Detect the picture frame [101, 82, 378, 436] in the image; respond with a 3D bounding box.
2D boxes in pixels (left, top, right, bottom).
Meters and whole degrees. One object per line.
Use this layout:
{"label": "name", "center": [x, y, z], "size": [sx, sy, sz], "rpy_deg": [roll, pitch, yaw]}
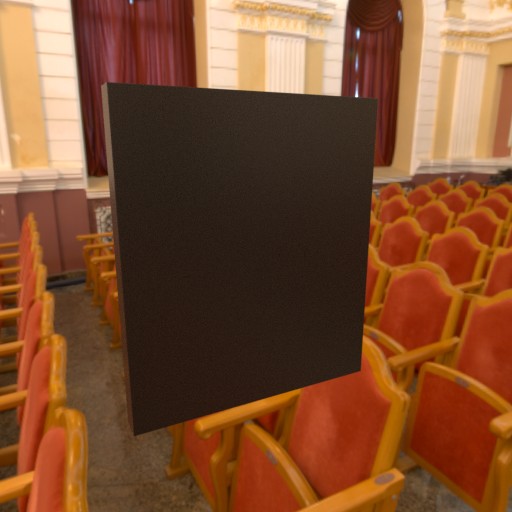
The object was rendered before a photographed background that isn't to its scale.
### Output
{"label": "picture frame", "center": [0.000, 0.000, 0.544], "size": [0.328, 0.378, 0.034], "rpy_deg": [-7, 16, -26]}
